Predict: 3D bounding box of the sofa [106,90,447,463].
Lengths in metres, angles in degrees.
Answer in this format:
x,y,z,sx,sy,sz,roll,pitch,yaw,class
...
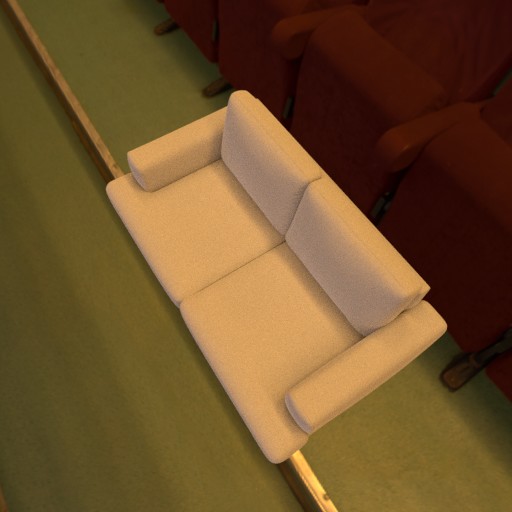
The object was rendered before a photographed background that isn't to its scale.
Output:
x,y,z,sx,sy,sz,roll,pitch,yaw,class
0.000,0.000,2.178,0.915,0.810,1.651,-30,66,-15,sofa
